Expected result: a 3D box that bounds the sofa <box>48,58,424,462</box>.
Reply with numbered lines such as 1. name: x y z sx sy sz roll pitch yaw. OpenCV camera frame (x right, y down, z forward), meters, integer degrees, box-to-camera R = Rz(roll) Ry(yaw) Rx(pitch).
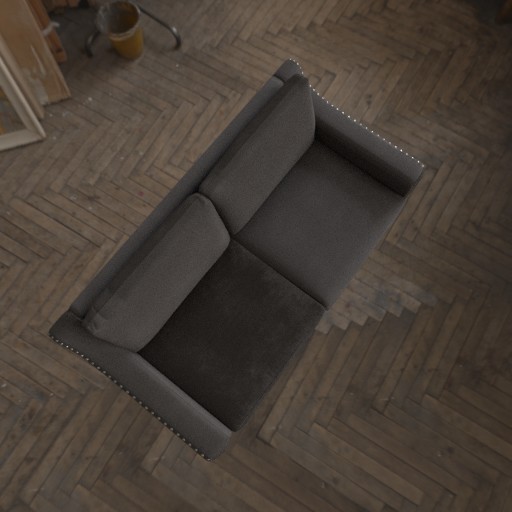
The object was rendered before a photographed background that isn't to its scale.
1. sofa: 0.000 0.000 3.279 1.336 1.196 2.550 36 78 9
